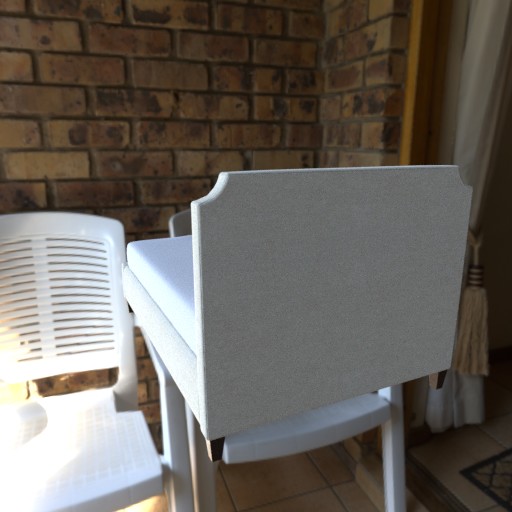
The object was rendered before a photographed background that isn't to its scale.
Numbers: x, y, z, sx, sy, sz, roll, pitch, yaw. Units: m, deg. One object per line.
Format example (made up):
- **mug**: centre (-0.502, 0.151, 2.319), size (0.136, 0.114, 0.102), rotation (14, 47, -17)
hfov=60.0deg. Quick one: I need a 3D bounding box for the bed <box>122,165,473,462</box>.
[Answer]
- **bed**: centre (0.000, 0.000, 3.440), size (1.713, 1.457, 2.381), rotation (-7, 16, -25)
